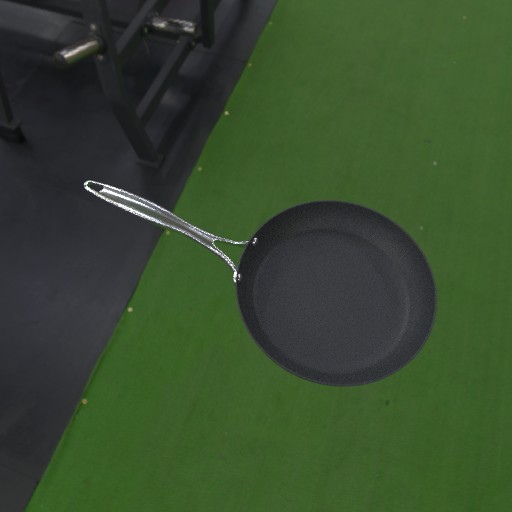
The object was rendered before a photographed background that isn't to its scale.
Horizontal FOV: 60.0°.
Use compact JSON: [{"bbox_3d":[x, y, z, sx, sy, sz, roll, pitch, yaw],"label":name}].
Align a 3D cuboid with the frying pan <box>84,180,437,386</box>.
[{"bbox_3d":[0.000,0.000,0.581,0.472,0.105,0.255,19,65,9],"label":"frying pan"}]
